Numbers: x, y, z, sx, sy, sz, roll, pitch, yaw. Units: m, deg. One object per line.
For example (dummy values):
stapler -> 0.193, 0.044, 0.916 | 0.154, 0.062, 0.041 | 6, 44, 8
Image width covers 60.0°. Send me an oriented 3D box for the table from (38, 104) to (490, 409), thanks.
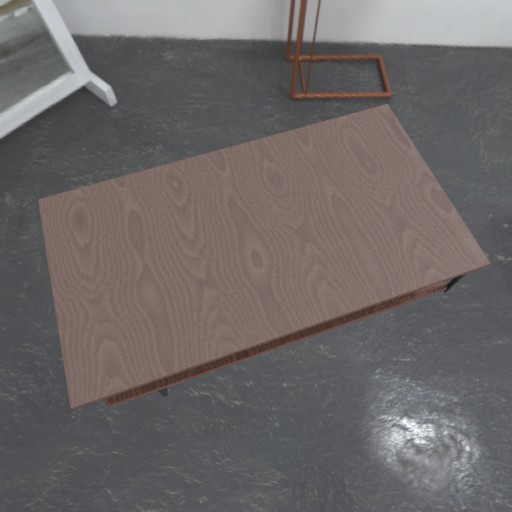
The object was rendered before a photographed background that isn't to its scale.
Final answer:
table -> 0.000, 0.000, 1.472 | 1.197, 0.347, 0.651 | -17, 65, -8
